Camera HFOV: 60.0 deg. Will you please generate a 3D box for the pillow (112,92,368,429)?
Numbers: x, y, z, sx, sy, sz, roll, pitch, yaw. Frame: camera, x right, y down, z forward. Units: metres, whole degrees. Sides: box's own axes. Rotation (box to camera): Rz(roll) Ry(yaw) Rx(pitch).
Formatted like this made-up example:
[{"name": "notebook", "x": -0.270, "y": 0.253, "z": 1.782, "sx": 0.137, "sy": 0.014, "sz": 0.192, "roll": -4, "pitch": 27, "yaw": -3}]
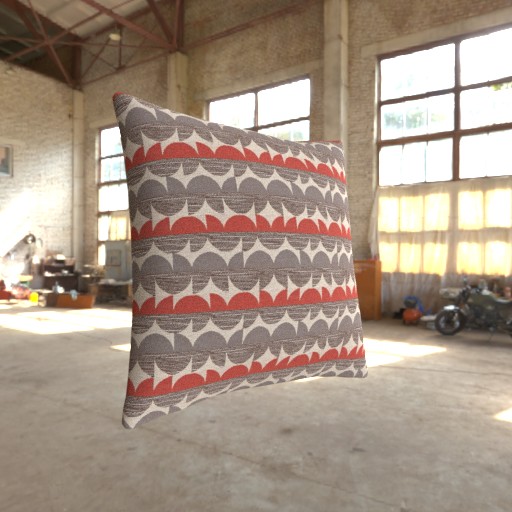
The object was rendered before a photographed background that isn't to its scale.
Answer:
[{"name": "pillow", "x": 0.000, "y": 0.000, "z": 0.651, "sx": 0.420, "sy": 0.410, "sz": 0.180, "roll": 0, "pitch": 0, "yaw": -37}]
